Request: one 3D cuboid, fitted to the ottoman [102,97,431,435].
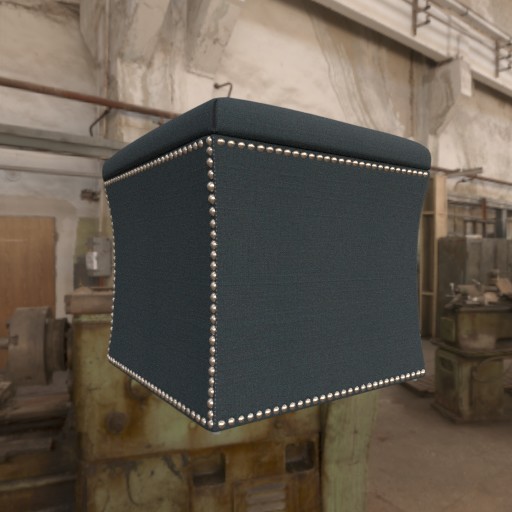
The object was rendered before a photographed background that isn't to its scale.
[{"bbox_3d":[0.000,0.000,0.899,0.497,0.475,0.507,0,1,-35],"label":"ottoman"}]
